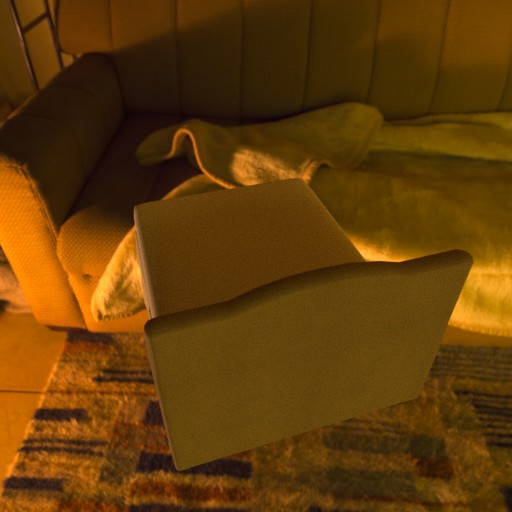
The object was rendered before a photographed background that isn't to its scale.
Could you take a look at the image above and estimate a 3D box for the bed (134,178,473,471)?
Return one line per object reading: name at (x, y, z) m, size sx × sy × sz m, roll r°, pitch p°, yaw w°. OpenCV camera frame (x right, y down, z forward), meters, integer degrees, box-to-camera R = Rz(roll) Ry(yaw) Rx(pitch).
bed at (0.000, 0.000, 3.248) m, size 1.744 × 1.441 × 2.128 m, roll -12°, pitch 42°, yaw -13°
